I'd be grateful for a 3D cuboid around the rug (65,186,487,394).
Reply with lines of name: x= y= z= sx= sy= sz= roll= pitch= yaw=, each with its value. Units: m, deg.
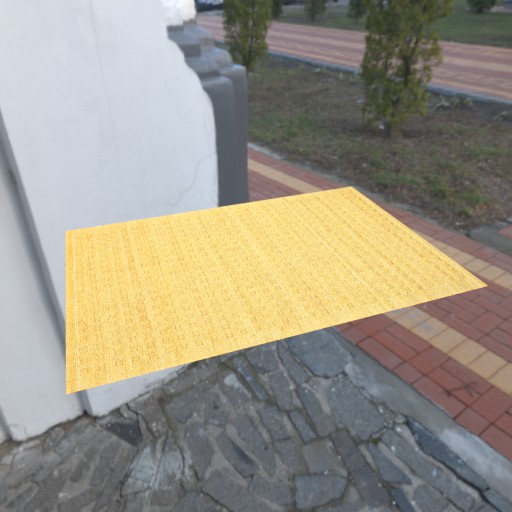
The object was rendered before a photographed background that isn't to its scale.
rug: x=0.000 y=0.000 z=2.832 sx=2.286 sy=0.006 sz=1.524 roll=-11 pitch=34 yaw=-17
